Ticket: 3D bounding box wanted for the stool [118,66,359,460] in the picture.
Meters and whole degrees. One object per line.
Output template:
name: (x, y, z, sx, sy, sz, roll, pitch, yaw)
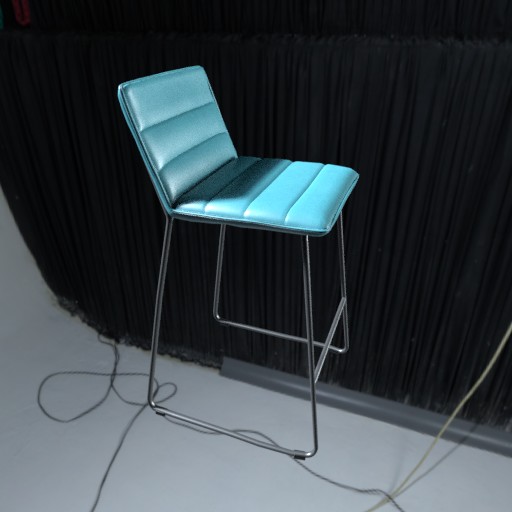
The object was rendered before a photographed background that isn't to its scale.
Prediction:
stool: (0.000, 0.000, 1.238, 0.524, 0.936, 0.489, 11, 31, 18)
